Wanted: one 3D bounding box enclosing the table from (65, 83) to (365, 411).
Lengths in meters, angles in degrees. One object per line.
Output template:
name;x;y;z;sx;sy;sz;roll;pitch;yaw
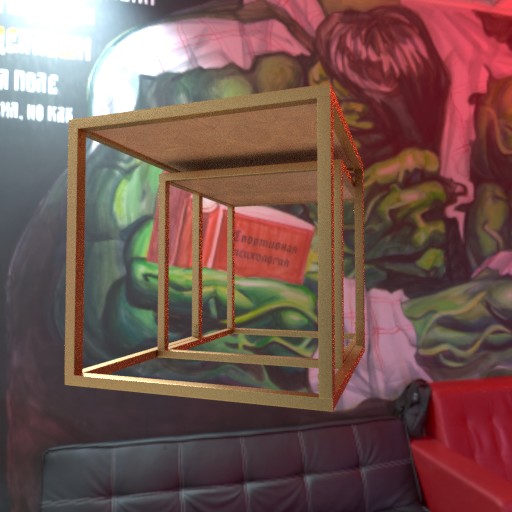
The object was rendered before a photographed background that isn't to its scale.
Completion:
table;0.000;0.000;1.119;0.505;0.505;0.762;-1;-2;19
